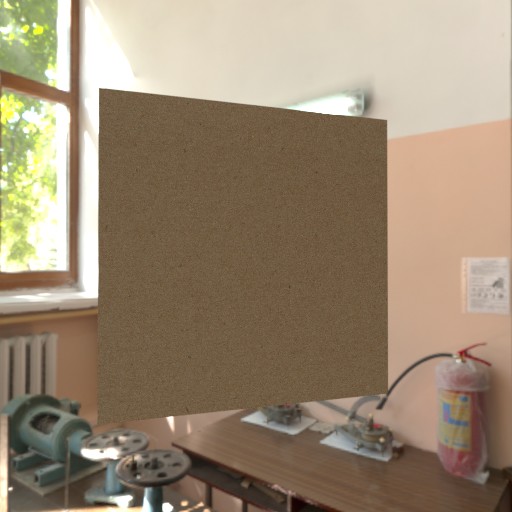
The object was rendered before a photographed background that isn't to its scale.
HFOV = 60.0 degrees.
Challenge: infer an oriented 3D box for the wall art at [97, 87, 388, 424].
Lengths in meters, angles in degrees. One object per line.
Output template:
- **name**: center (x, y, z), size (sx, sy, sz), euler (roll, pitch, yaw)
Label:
- **wall art**: center (0.000, 0.000, 1.153), size (0.773, 0.775, 0.031), euler (0, -1, -18)
